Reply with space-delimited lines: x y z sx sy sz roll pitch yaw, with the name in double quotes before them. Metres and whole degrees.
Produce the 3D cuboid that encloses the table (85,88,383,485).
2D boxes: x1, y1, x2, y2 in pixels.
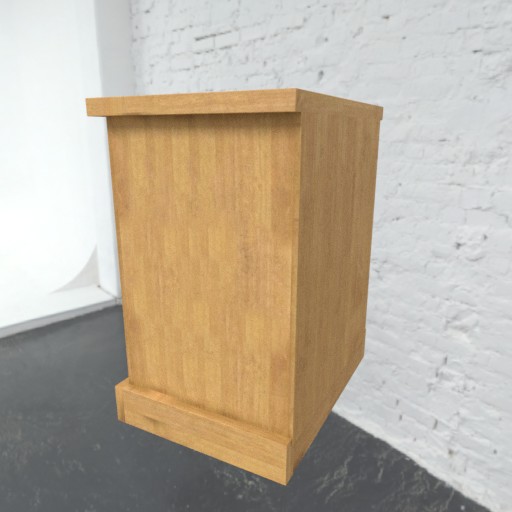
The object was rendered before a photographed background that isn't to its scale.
"table" 0.000 0.000 1.245 0.500 0.813 0.660 8 18 27
